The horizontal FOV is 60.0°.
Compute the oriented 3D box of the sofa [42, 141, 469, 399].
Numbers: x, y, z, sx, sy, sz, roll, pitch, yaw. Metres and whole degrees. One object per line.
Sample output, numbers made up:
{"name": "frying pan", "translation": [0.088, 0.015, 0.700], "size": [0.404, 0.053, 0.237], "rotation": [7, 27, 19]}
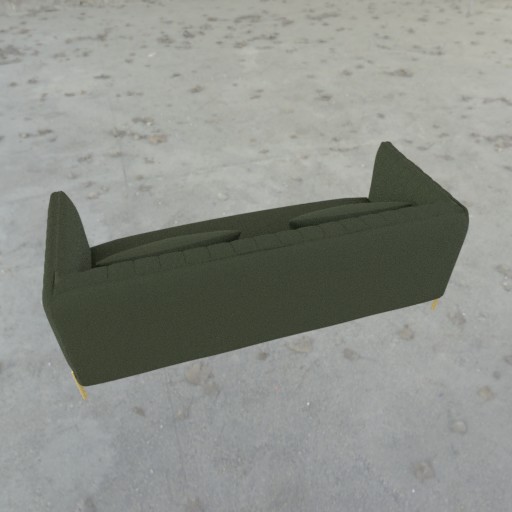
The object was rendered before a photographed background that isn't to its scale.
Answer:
{"name": "sofa", "translation": [0.000, 0.000, 2.556], "size": [2.137, 0.793, 0.896], "rotation": [-11, 42, -13]}
